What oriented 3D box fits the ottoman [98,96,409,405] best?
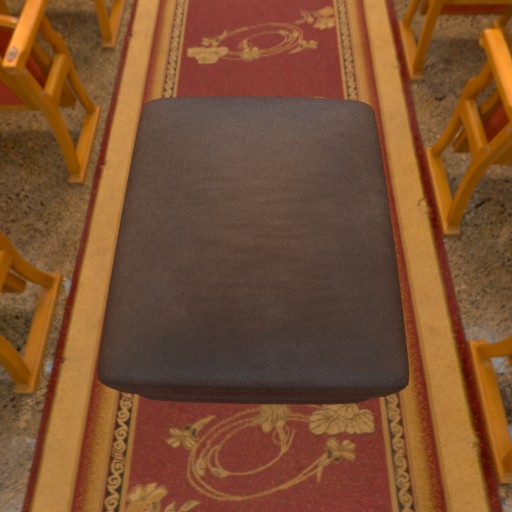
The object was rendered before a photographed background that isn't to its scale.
[{"bbox_3d":[0.000,0.000,1.253,0.670,0.569,0.806,1,64,0],"label":"ottoman"}]
